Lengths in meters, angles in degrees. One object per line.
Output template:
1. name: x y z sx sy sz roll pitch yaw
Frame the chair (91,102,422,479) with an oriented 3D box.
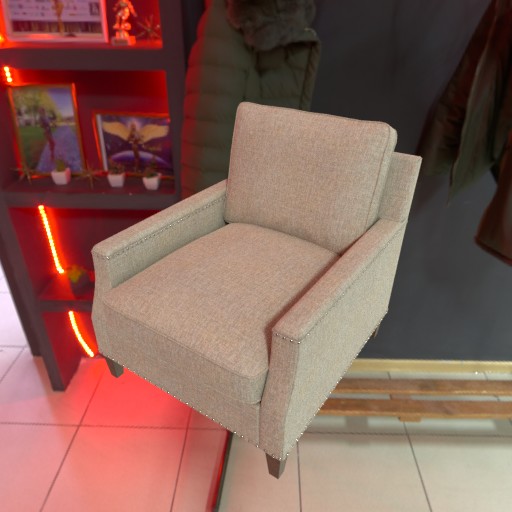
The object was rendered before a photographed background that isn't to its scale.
1. chair: 0.000 0.000 1.691 0.853 0.943 1.014 19 36 29
